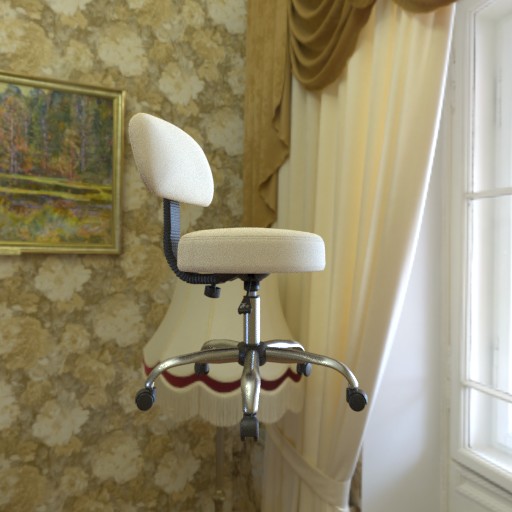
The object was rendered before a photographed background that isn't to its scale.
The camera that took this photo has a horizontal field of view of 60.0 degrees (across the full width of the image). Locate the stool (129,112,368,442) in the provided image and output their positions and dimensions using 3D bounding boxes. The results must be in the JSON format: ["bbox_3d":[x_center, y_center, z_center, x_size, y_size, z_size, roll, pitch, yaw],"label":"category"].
[{"bbox_3d":[0.000,0.000,1.259,0.616,0.810,0.609,0,0,19],"label":"stool"}]
